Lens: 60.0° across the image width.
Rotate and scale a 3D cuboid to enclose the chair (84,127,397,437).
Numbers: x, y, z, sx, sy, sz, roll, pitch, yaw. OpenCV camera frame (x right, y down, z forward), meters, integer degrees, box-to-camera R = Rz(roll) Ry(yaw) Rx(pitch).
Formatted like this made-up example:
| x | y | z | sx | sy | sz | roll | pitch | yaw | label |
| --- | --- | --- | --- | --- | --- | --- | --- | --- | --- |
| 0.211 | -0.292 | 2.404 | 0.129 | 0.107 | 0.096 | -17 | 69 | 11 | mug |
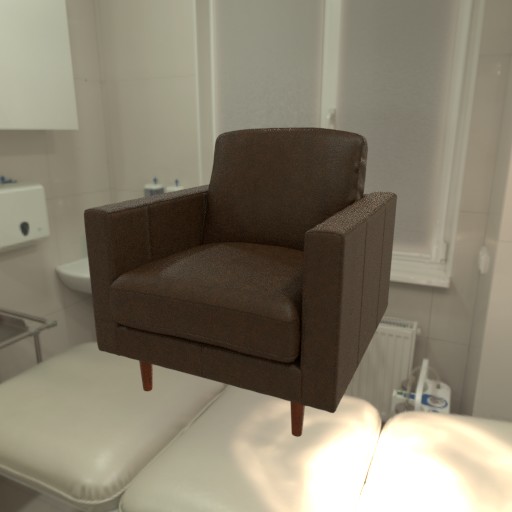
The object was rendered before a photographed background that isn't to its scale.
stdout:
| x | y | z | sx | sy | sz | roll | pitch | yaw | label |
| --- | --- | --- | --- | --- | --- | --- | --- | --- | --- |
| 0.000 | 0.000 | 1.709 | 0.890 | 0.956 | 0.909 | 7 | 17 | 24 | chair |
